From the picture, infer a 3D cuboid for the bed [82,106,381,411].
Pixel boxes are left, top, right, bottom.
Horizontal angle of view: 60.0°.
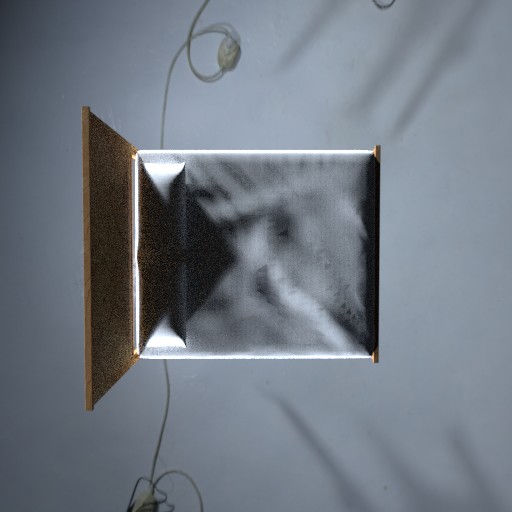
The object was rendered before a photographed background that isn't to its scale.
[{"bbox_3d":[0.000,0.000,3.664,2.201,1.686,1.936,0,92,0],"label":"bed"}]
